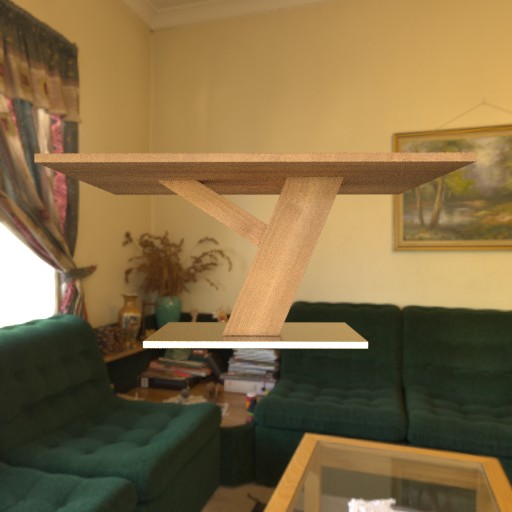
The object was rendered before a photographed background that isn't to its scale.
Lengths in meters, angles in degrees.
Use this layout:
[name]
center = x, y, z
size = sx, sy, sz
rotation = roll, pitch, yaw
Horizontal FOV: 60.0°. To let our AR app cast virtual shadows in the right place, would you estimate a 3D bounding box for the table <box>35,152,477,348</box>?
[table]
center = 0.000, 0.000, 2.054
size = 1.600, 0.750, 0.900
rotation = 0, 0, 1
